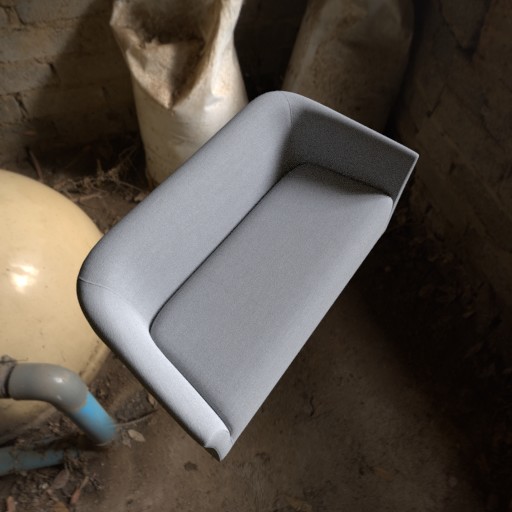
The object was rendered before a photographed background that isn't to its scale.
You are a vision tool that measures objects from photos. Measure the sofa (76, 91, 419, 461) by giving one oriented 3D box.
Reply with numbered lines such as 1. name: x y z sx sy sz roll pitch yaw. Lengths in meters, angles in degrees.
1. sofa: 0.000 0.000 1.892 0.705 0.721 1.452 32 64 18
